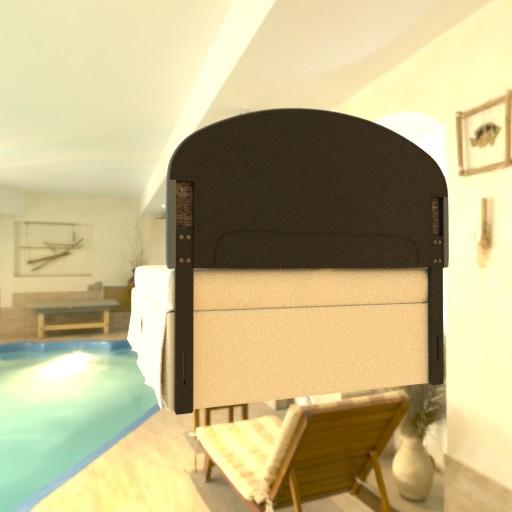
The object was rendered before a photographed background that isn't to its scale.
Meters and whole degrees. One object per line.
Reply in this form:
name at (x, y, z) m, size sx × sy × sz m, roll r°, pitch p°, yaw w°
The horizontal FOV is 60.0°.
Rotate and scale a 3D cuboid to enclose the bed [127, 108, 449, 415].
bed at (0.000, 0.000, 3.095) m, size 1.607 × 1.410 × 2.005 m, roll 0°, pitch -1°, yaw -20°
